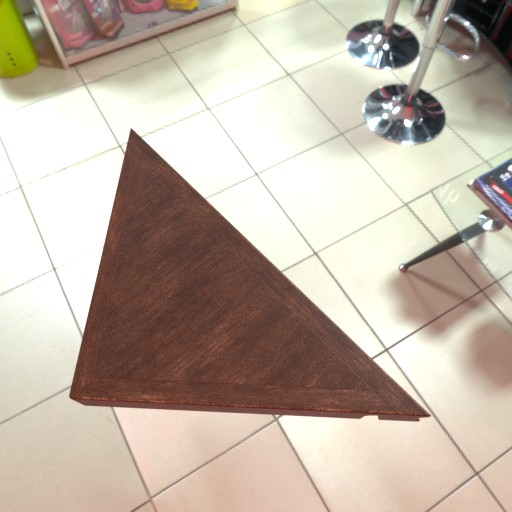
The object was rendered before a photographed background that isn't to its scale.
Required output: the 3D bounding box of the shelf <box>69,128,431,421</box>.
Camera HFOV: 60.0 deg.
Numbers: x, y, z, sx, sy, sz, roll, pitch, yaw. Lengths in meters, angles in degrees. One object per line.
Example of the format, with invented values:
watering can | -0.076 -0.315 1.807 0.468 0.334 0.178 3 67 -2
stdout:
shelf | 0.000 0.000 0.444 0.296 0.035 0.296 2 62 1
